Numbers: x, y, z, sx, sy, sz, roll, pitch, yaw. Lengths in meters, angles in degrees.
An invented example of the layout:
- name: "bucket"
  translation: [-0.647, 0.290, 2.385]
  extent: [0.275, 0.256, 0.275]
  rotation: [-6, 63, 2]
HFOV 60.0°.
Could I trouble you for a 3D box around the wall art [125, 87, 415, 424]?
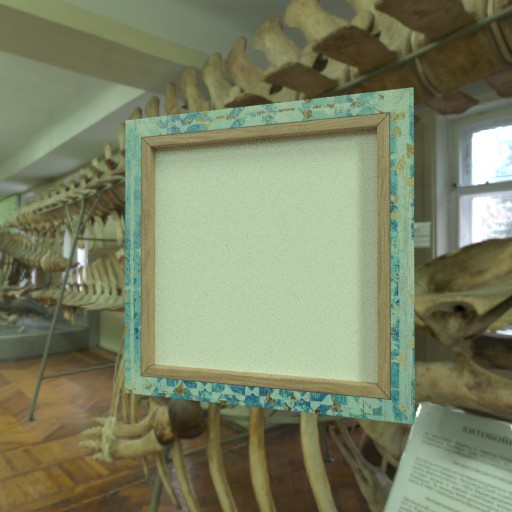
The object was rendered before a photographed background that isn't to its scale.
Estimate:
- name: "wall art"
  translation: [0.000, 0.000, 1.364]
  extent: [0.916, 0.916, 0.040]
  rotation: [0, -1, 18]
